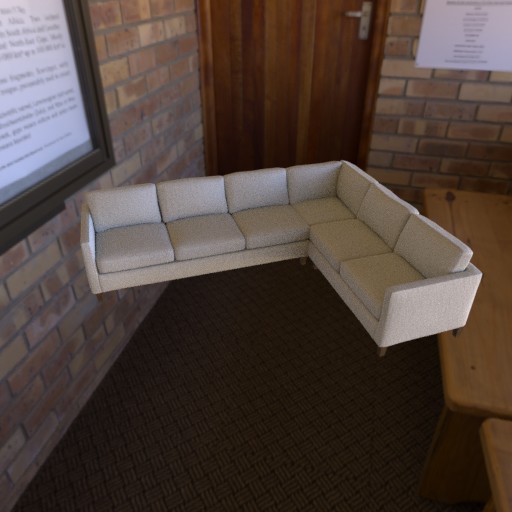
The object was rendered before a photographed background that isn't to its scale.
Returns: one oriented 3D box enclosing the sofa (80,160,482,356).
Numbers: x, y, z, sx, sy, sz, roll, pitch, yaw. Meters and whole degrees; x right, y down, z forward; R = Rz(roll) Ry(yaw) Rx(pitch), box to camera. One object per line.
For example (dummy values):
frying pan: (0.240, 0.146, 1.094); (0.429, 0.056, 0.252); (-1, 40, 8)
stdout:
sofa: (0.000, 0.000, 4.482); (3.333, 0.934, 2.522); (-10, 34, -15)
